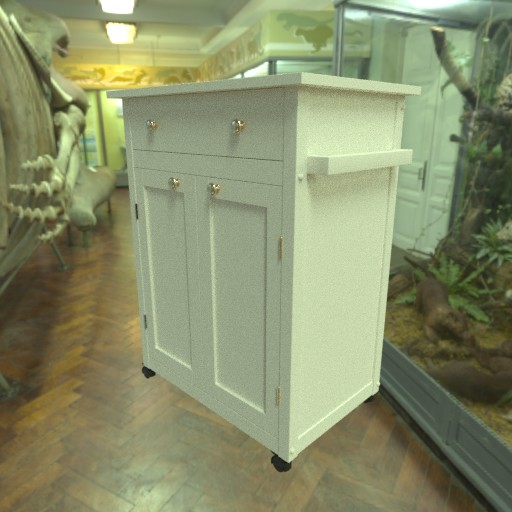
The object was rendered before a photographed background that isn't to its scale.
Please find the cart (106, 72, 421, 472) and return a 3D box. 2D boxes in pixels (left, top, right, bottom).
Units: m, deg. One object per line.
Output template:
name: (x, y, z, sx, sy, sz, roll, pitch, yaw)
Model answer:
cart: (0.000, 0.000, 1.222, 0.683, 0.864, 0.442, 16, 23, 42)
